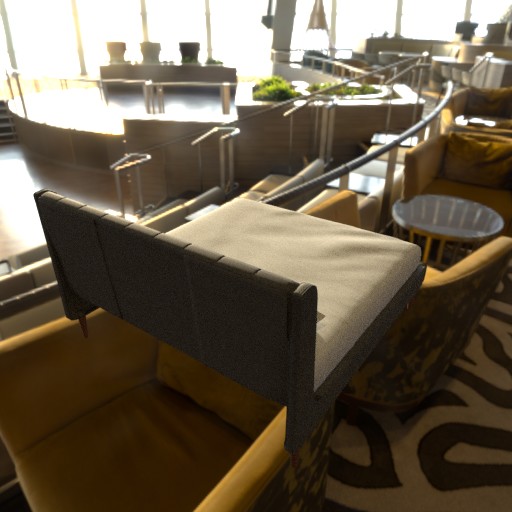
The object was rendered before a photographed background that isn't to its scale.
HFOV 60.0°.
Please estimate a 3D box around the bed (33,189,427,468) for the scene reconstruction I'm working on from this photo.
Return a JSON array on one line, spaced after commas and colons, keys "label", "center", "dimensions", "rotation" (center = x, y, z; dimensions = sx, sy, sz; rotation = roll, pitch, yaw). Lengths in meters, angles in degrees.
[{"label": "bed", "center": [0.000, 0.000, 2.563], "dimensions": [1.531, 0.933, 1.638], "rotation": [19, 34, 31]}]
